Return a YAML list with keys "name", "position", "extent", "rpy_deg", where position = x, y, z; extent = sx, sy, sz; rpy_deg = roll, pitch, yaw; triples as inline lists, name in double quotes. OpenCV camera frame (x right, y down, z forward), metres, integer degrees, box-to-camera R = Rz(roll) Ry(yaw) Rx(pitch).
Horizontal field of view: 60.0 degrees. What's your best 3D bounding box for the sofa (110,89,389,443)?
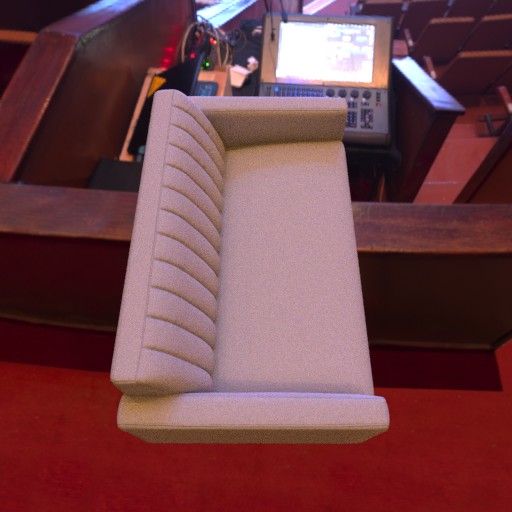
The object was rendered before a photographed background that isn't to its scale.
- name: "sofa"
  position: [0.000, 0.000, 2.078]
  extent: [0.950, 0.801, 1.585]
  rpy_deg: [0, 62, 0]
